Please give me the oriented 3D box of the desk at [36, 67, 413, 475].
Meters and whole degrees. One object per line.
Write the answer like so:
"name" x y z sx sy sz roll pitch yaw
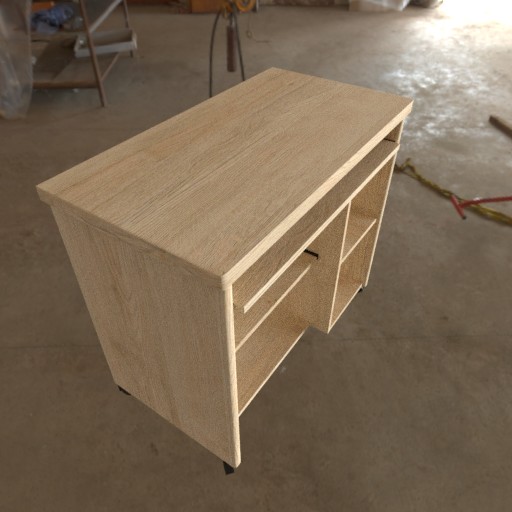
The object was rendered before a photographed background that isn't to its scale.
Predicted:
"desk" 0.000 0.000 1.324 0.480 0.770 0.885 24 46 25
